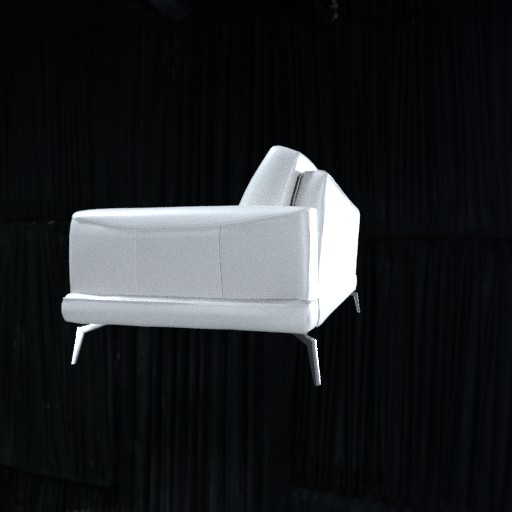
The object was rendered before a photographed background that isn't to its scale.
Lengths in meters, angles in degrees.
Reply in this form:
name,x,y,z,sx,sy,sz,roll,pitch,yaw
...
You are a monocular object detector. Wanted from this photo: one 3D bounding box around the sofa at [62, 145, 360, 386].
name,x,y,z,sx,sy,sz,roll,pitch,yaw
sofa,0.000,0.000,2.715,1.121,0.930,2.177,0,0,17
